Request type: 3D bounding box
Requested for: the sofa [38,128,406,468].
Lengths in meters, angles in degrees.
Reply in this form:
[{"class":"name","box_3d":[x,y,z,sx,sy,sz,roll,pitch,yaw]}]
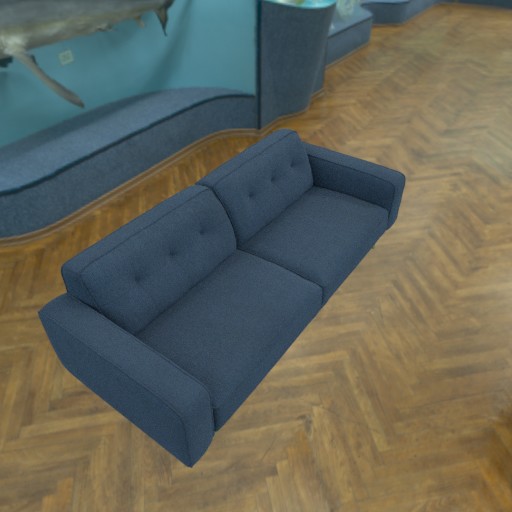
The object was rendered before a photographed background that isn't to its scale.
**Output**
[{"class":"sofa","box_3d":[0.000,0.000,2.665,0.953,0.782,2.270,25,46,27]}]
